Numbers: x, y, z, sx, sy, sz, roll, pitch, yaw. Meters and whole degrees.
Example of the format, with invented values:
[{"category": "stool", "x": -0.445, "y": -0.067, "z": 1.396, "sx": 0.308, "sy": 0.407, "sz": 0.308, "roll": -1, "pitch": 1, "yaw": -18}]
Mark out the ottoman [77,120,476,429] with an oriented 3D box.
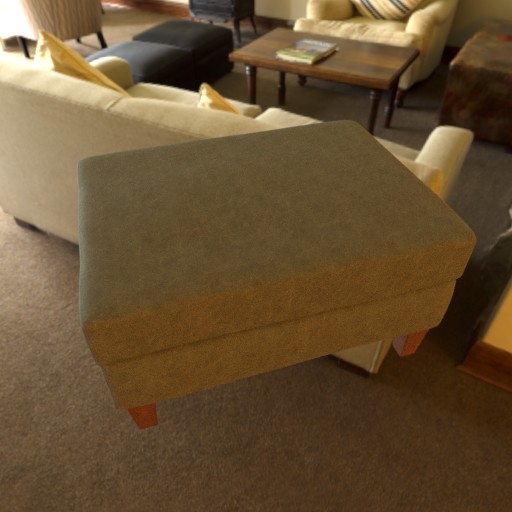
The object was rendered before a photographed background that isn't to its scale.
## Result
[{"category": "ottoman", "x": 0.000, "y": 0.000, "z": 1.214, "sx": 0.839, "sy": 0.464, "sz": 0.639, "roll": -12, "pitch": 43, "yaw": -13}]
